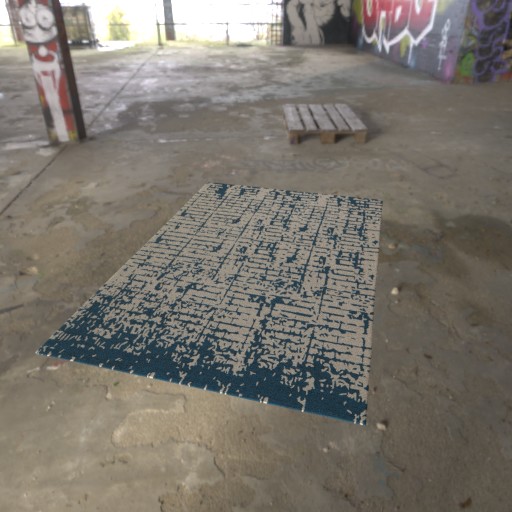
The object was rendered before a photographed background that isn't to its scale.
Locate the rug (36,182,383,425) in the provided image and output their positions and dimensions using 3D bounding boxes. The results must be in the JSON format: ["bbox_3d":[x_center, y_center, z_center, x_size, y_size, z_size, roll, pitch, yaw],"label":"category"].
[{"bbox_3d":[0.000,0.000,2.286,1.220,0.007,1.828,8,31,13],"label":"rug"}]
